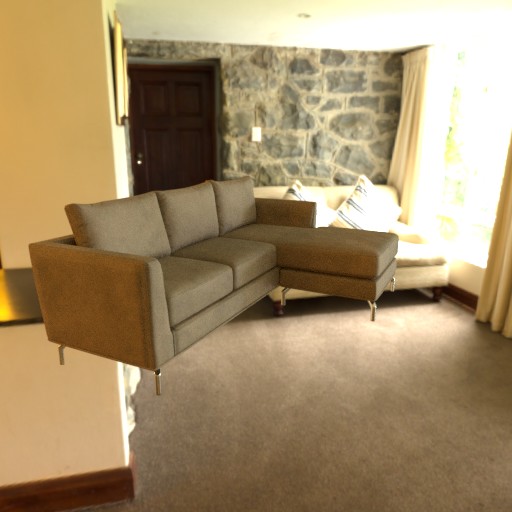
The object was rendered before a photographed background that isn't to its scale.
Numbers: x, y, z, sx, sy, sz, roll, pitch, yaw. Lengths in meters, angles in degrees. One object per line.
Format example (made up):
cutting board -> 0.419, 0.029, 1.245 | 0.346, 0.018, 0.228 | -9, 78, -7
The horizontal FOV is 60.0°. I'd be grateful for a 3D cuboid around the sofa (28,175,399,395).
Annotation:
sofa -> 0.000, 0.000, 3.214 | 1.622, 0.987, 2.438 | 7, 16, 26
